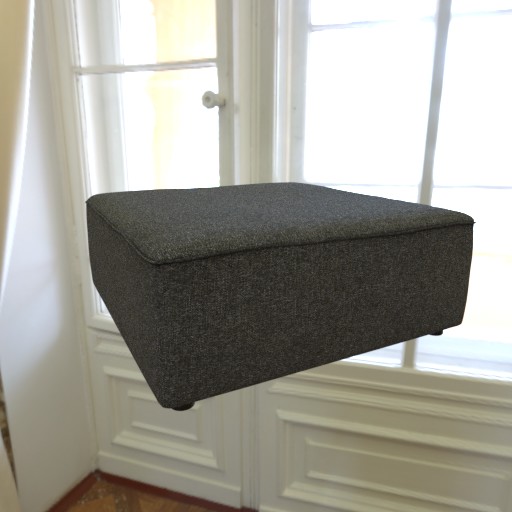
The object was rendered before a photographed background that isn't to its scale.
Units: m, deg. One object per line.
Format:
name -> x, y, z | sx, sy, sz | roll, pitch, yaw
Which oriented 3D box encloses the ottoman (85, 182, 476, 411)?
ottoman -> 0.000, 0.000, 1.582 | 1.021, 0.423, 1.017 | -8, 17, -26
